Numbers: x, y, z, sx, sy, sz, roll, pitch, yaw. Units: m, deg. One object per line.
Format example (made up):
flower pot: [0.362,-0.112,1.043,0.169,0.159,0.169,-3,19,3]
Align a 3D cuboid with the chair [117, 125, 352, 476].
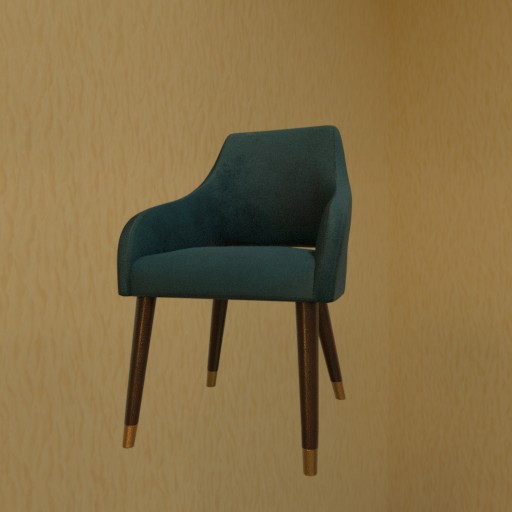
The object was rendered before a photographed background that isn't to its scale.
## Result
chair: [0.000,0.000,1.545,0.683,1.081,0.794,0,0,17]
